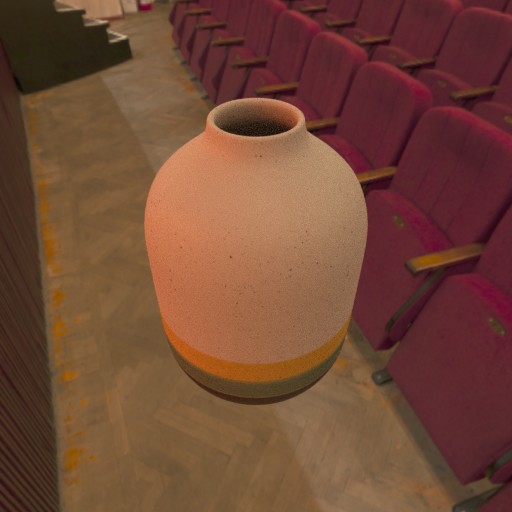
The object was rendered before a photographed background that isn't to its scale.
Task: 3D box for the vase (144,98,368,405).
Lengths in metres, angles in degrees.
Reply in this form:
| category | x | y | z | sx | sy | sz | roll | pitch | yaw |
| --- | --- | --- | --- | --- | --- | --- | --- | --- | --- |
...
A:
| category | x | y | z | sx | sy | sz | roll | pitch | yaw |
| --- | --- | --- | --- | --- | --- | --- | --- | --- | --- |
| vase | 0.000 | 0.000 | 0.366 | 0.169 | 0.240 | 0.169 | 0 | 41 | 0 |
